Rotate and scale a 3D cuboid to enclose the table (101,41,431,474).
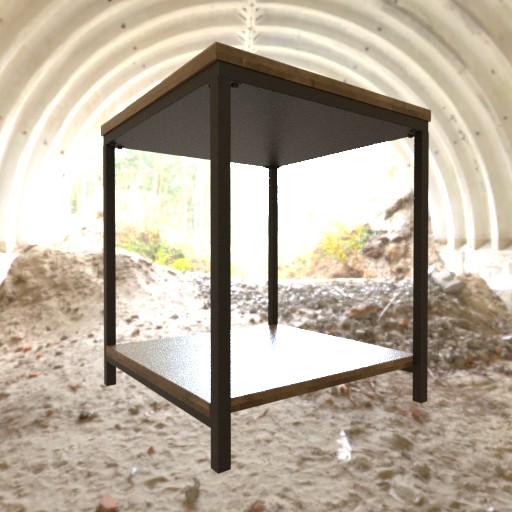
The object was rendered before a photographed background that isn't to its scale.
[{"bbox_3d":[0.000,0.000,0.954,0.503,0.589,0.507,-1,1,-36],"label":"table"}]
